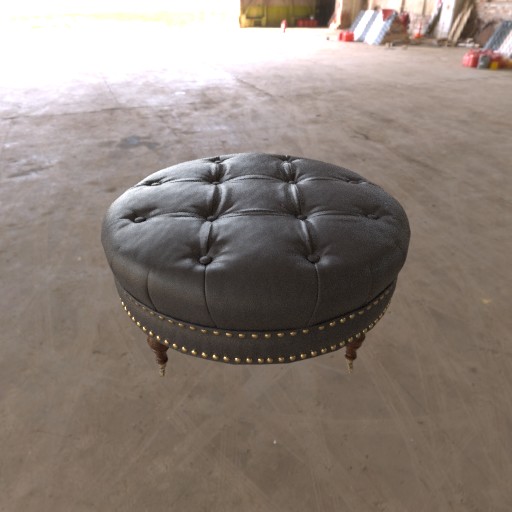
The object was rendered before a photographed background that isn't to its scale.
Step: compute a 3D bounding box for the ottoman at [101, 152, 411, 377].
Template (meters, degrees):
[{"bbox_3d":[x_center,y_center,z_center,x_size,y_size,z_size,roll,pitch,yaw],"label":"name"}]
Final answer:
[{"bbox_3d":[0.000,0.000,1.389,0.901,0.439,0.901,0,31,0],"label":"ottoman"}]
